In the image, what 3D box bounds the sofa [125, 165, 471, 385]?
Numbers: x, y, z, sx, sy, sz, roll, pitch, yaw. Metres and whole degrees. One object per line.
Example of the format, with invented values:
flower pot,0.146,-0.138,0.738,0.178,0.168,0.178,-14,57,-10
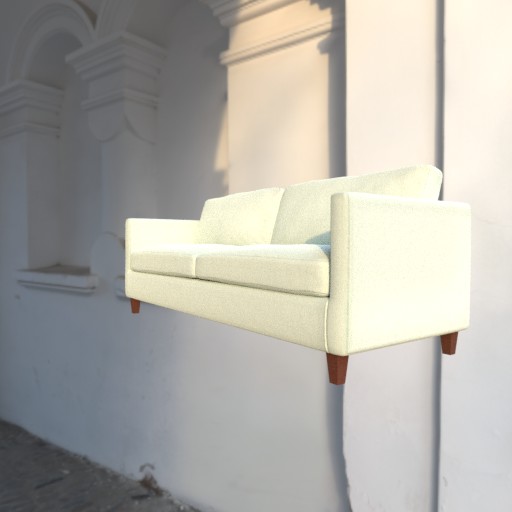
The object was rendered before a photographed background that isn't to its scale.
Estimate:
sofa,0.000,0.000,2.926,0.948,0.965,2.434,-1,2,-36
